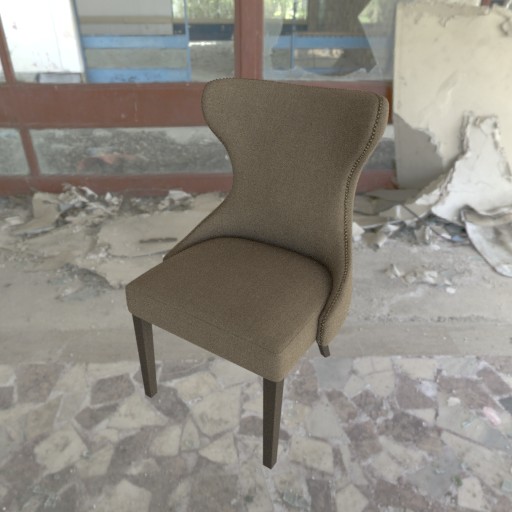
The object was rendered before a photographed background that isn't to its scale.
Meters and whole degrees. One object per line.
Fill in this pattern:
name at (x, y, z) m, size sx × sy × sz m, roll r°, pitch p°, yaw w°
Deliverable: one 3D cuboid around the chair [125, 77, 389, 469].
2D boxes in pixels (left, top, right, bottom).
chair at (0.000, 0.000, 1.388) m, size 0.628 × 0.967 × 0.635 m, roll 18°, pitch 34°, yaw 29°
